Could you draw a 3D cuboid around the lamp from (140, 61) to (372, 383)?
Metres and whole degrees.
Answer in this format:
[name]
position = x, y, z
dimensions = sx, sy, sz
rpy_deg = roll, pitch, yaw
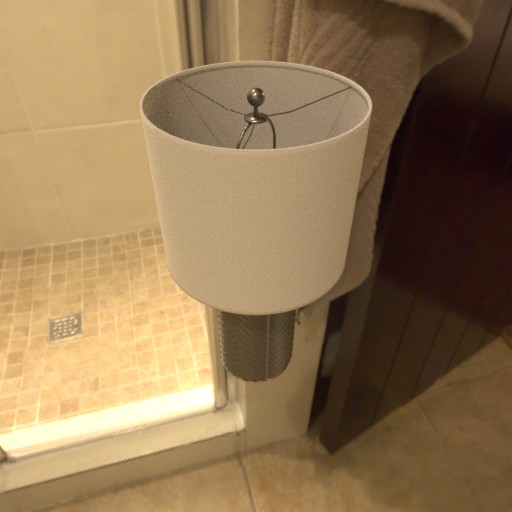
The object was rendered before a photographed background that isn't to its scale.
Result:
[lamp]
position = 0.000, 0.000, 0.516
dimensions = 0.203, 0.389, 0.203
rpy_deg = 26, 47, 27
